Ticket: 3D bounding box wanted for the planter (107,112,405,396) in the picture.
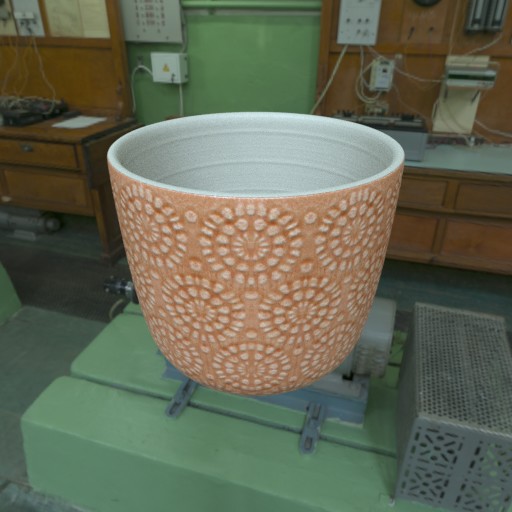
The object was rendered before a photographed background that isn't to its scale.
[{"bbox_3d":[0.000,0.000,0.368,0.208,0.190,0.208,0,30,0],"label":"planter"}]
